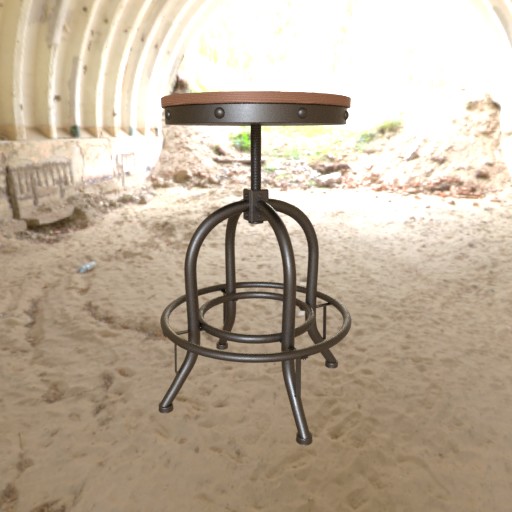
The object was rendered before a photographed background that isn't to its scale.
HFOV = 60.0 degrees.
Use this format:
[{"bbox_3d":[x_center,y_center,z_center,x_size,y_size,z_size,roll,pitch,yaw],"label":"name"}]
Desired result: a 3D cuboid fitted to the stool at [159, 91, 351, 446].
[{"bbox_3d":[0.000,0.000,0.911,0.439,0.609,0.439,-7,17,-25],"label":"stool"}]
